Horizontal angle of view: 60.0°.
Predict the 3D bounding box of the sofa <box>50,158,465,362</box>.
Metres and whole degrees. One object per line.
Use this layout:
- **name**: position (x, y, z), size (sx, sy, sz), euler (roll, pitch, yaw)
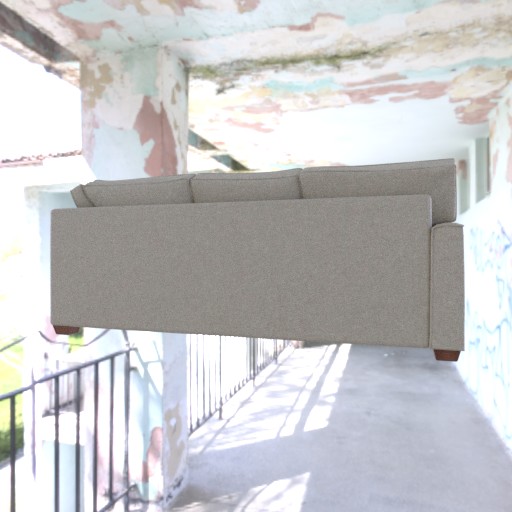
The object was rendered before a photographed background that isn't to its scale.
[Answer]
- **sofa**: position (0.000, 0.000, 2.825), size (2.317, 0.962, 1.061), euler (0, 0, 18)
